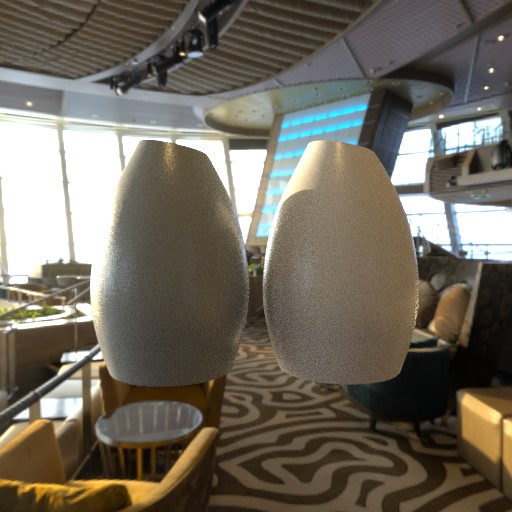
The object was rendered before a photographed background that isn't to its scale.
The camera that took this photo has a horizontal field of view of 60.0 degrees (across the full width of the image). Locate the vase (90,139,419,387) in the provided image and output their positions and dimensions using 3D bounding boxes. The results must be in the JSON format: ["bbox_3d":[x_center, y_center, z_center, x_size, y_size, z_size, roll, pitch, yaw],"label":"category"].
[{"bbox_3d":[0.000,0.000,0.259,0.187,0.131,0.089,0,1,-2],"label":"vase"}]
